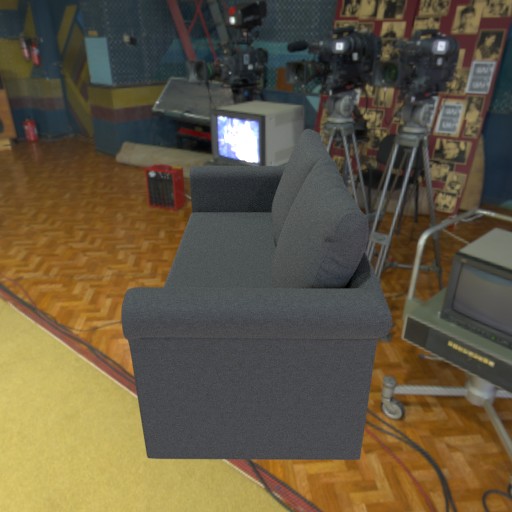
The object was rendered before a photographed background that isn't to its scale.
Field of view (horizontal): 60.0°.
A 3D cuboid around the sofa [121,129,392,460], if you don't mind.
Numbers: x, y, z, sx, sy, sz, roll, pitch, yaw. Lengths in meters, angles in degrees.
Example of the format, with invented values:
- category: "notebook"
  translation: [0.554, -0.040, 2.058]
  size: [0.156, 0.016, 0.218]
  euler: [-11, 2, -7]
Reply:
- category: "sofa"
  translation: [0.000, 0.000, 1.920]
  size: [0.741, 0.872, 1.460]
  euler: [0, 27, 0]
